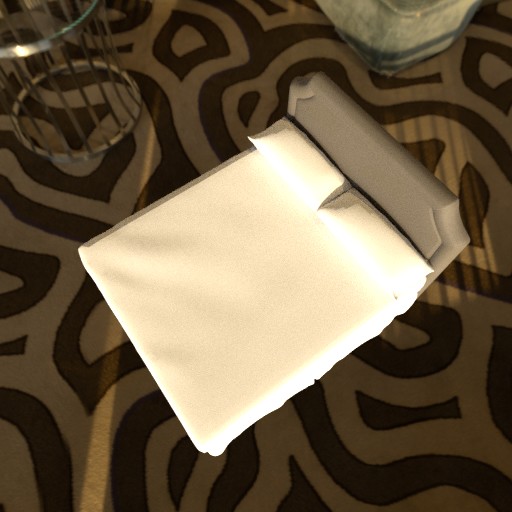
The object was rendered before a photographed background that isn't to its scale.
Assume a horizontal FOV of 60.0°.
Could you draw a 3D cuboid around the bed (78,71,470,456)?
[{"bbox_3d":[0.000,0.000,3.852,2.536,1.561,2.194,-33,69,-14],"label":"bed"}]
